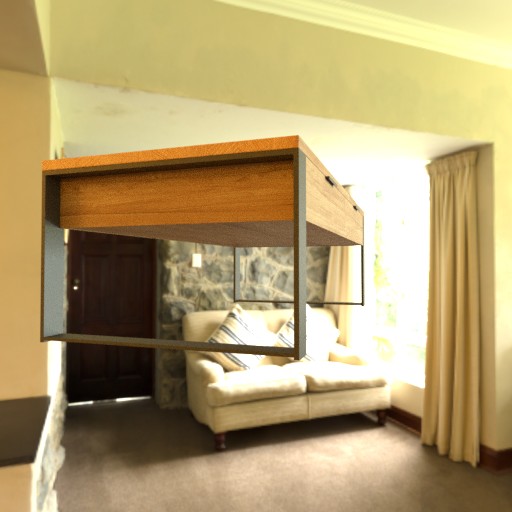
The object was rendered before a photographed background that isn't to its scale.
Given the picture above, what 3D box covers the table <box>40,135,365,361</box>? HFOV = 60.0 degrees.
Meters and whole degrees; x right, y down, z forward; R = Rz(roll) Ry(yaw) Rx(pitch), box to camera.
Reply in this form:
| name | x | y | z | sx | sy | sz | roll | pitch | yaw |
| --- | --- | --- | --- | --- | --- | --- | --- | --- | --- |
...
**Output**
| name | x | y | z | sx | sy | sz | roll | pitch | yaw |
| --- | --- | --- | --- | --- | --- | --- | --- | --- | --- |
| table | 0.000 | 0.000 | 1.434 | 0.590 | 0.400 | 1.180 | 0 | -1 | 19 |
